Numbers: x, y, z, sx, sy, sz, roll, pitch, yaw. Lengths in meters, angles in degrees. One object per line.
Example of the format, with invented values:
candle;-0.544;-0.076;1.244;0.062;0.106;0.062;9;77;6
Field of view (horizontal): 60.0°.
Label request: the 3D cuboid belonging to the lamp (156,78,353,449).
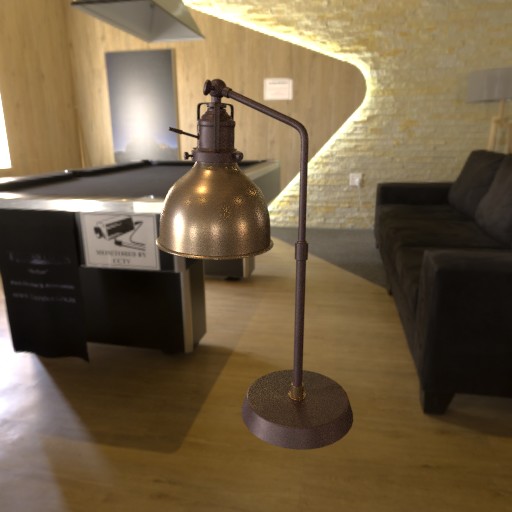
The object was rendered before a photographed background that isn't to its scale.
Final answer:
lamp;0.000;0.000;0.622;0.298;0.469;0.175;8;18;26
